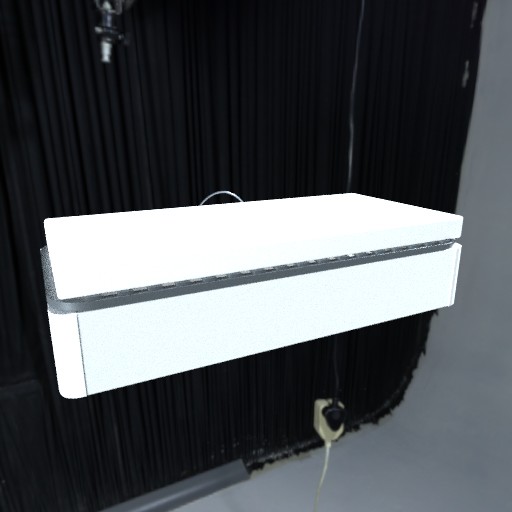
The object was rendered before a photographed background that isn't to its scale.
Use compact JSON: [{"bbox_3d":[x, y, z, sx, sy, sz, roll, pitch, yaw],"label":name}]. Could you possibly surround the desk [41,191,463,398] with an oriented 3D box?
[{"bbox_3d":[0.000,0.000,2.193,1.900,0.526,0.900,-8,18,-25],"label":"desk"}]
